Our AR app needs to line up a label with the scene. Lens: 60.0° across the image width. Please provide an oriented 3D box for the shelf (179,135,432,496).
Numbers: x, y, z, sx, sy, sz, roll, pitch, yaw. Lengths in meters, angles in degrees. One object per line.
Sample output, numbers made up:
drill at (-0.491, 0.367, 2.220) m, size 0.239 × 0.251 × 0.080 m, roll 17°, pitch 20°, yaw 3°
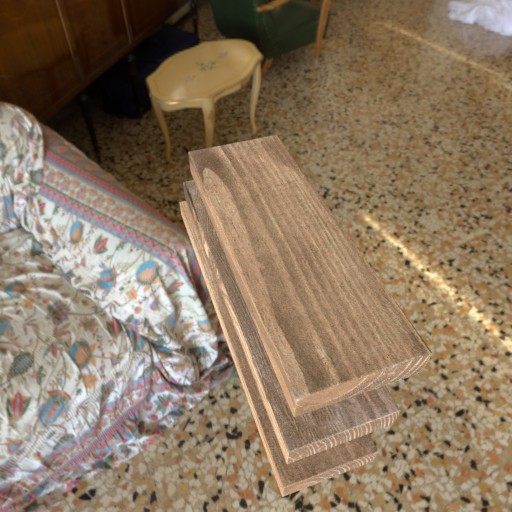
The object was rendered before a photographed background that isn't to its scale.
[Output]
shelf at (0.000, 0.000, 0.707) m, size 0.140 × 0.293 × 0.610 m, roll -14°, pitch 48°, yaw -13°
